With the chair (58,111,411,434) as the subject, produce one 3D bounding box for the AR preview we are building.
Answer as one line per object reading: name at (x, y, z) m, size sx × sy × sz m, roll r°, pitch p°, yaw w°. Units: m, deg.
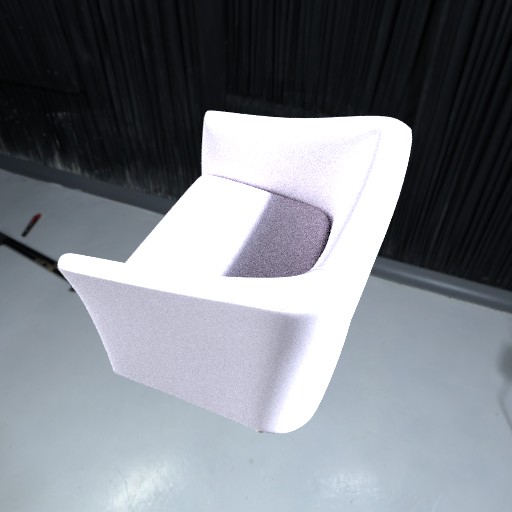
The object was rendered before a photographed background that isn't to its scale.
chair at (0.000, 0.000, 1.339) m, size 0.700 × 0.720 × 0.790 m, roll 17°, pitch 48°, yaw 16°
